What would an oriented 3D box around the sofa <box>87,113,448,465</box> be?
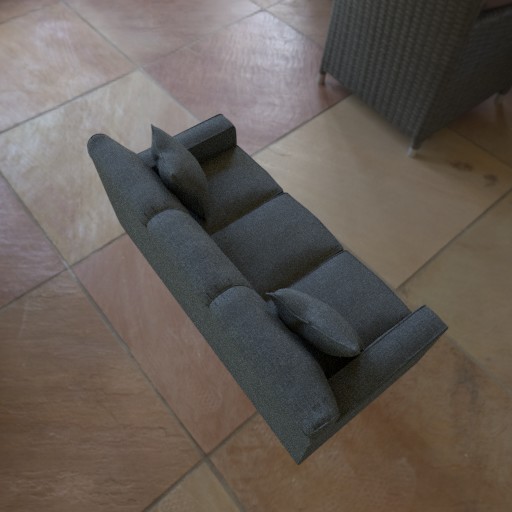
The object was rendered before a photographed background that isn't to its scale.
[{"bbox_3d":[0.000,0.000,2.631,0.997,0.958,2.024,-33,63,-19],"label":"sofa"}]
